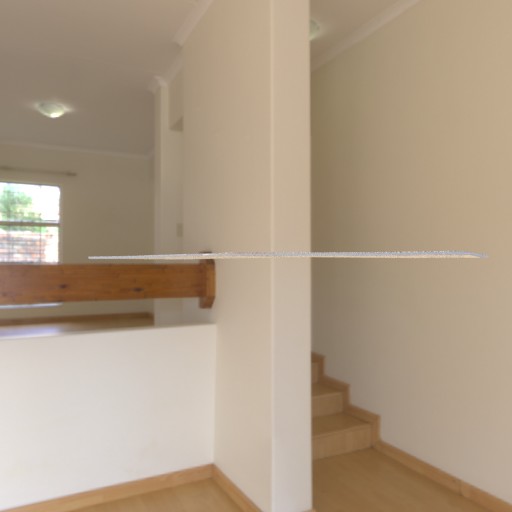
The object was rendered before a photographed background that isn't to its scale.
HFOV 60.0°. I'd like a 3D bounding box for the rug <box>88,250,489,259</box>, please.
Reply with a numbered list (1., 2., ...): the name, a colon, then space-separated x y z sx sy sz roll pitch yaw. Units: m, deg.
1. rug: 0.000 0.000 2.555 2.320 0.032 0.692 -1 -1 37
